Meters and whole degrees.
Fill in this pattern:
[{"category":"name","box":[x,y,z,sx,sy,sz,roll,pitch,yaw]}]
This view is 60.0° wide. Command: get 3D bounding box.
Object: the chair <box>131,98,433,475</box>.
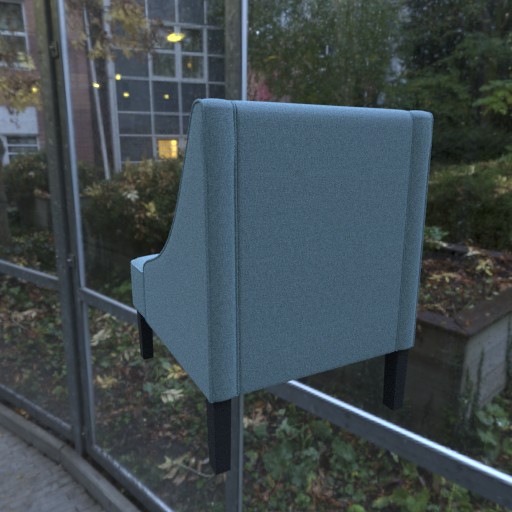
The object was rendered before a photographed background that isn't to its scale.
[{"category":"chair","box":[0.000,0.000,1.875,0.857,1.133,1.025,-7,15,-27]}]
